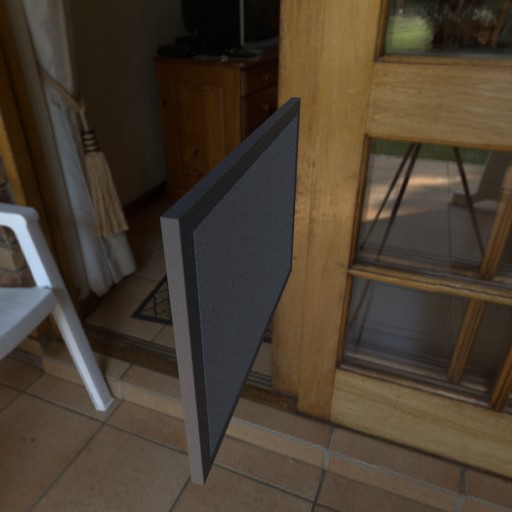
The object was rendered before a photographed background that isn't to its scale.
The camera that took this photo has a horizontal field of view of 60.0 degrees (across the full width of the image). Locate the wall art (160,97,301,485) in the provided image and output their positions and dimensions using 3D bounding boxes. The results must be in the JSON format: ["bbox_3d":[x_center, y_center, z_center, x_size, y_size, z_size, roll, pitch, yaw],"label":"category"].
[{"bbox_3d":[0.000,0.000,0.562,0.016,0.306,0.432,8,32,14],"label":"wall art"}]
